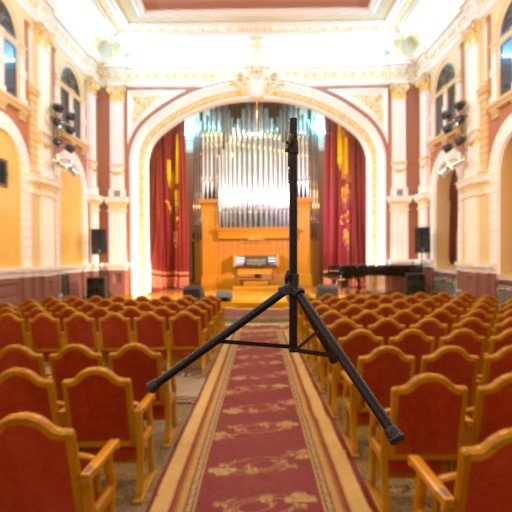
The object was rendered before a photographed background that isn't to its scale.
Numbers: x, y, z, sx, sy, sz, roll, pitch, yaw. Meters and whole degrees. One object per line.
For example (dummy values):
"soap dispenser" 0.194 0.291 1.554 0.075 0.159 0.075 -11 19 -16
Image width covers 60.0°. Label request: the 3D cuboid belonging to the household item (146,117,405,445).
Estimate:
"household item" 0.000 0.000 1.833 0.907 1.136 1.045 0 0 1
